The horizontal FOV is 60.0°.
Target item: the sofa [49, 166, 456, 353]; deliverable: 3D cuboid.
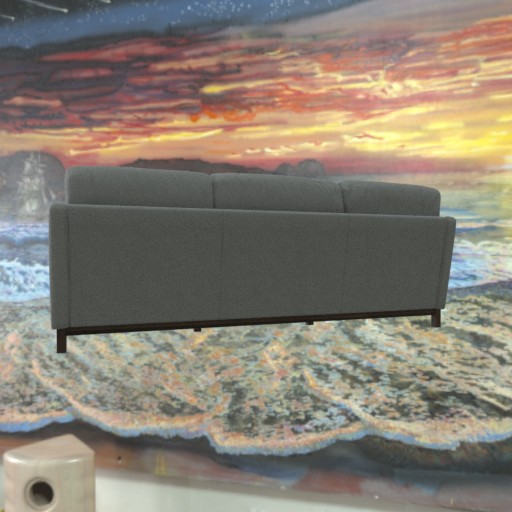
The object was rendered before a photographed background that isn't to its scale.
[{"bbox_3d":[0.000,0.000,2.843,2.344,0.926,0.987,0,0,-19],"label":"sofa"}]
